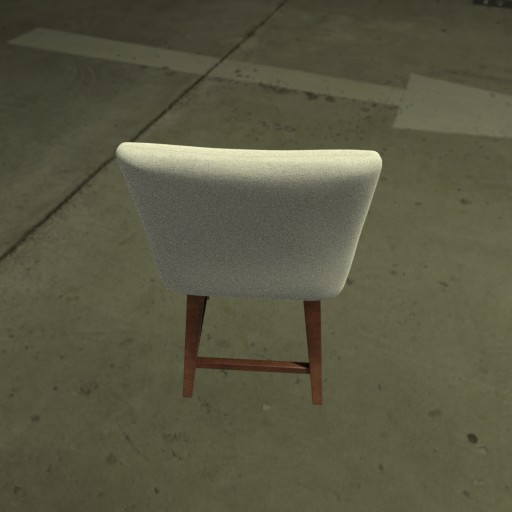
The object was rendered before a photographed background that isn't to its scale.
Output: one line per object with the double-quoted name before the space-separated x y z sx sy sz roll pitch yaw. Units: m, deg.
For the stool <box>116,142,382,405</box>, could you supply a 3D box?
"stool" 0.000 0.000 1.253 0.469 0.991 0.559 2 46 2
